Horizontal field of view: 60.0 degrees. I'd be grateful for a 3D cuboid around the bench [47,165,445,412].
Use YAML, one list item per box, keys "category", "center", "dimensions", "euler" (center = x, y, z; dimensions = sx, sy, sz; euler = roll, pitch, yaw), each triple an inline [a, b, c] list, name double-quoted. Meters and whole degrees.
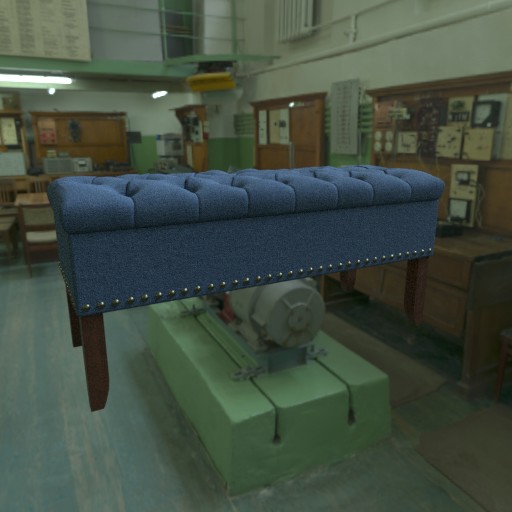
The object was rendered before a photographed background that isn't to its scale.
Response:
- category: "bench"
  center: [0.000, 0.000, 1.295]
  dimensions: [1.052, 0.492, 0.417]
  euler: [-8, 17, -27]
